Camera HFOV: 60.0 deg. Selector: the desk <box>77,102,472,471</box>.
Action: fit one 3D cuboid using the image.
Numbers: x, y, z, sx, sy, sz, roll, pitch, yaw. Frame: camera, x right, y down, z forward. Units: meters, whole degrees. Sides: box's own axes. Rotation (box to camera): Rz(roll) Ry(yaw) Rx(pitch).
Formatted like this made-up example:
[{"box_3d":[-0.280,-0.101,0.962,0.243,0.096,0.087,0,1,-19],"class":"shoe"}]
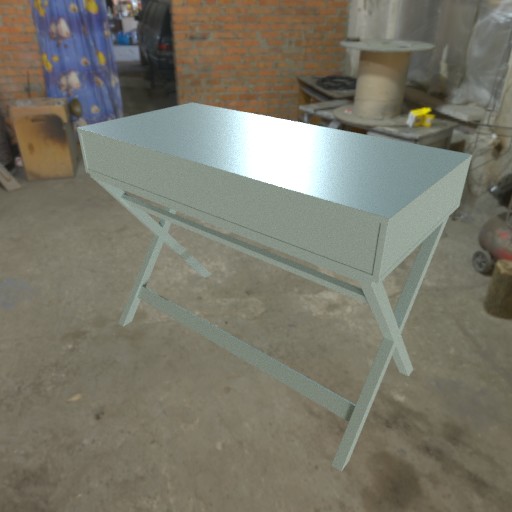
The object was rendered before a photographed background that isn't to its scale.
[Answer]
[{"box_3d":[0.000,0.000,1.482,1.059,0.780,0.509,23,37,33],"class":"desk"}]
